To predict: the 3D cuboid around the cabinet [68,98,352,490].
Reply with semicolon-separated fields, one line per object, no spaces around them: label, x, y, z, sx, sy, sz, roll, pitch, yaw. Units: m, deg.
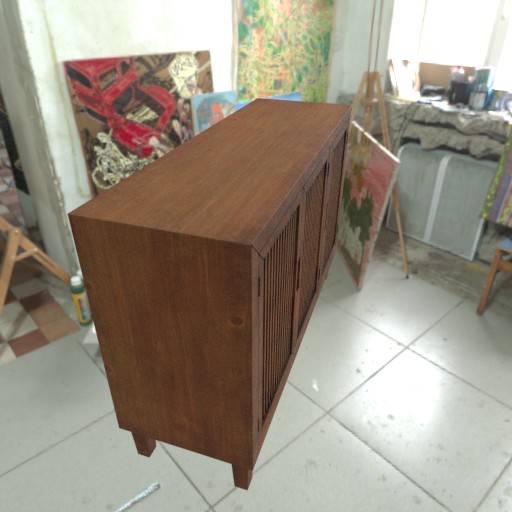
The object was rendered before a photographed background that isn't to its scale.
cabinet;0.000;0.000;1.546;0.403;0.805;1.204;10;32;16
